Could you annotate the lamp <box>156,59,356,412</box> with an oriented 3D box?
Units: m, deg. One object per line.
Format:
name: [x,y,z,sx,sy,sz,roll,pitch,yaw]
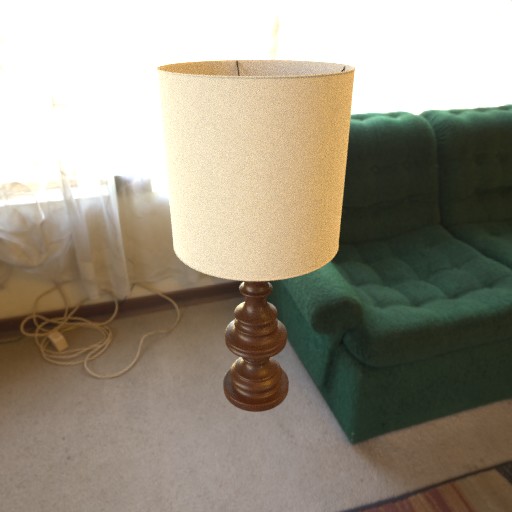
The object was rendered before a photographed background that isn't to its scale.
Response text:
lamp: [0.000,0.000,0.577,0.208,0.455,0.208,-17,32,-30]
